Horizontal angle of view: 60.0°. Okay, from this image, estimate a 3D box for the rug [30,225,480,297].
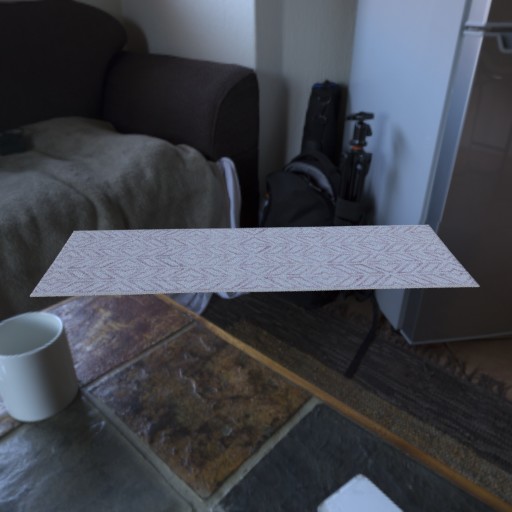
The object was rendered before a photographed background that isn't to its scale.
[{"bbox_3d":[0.000,0.000,2.717,2.435,0.009,0.750,-1,31,-2],"label":"rug"}]
